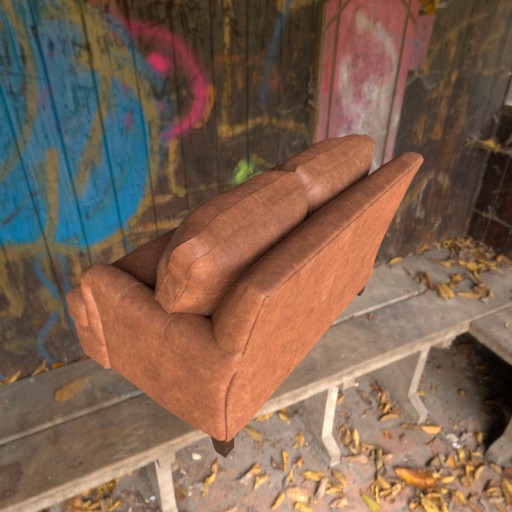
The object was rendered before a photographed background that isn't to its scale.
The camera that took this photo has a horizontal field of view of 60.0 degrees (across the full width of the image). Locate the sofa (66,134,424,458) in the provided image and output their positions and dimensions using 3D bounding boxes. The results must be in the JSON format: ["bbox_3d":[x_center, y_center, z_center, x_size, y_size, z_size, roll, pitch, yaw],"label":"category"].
[{"bbox_3d":[0.000,0.000,2.208,1.077,1.004,1.527,21,38,29],"label":"sofa"}]
